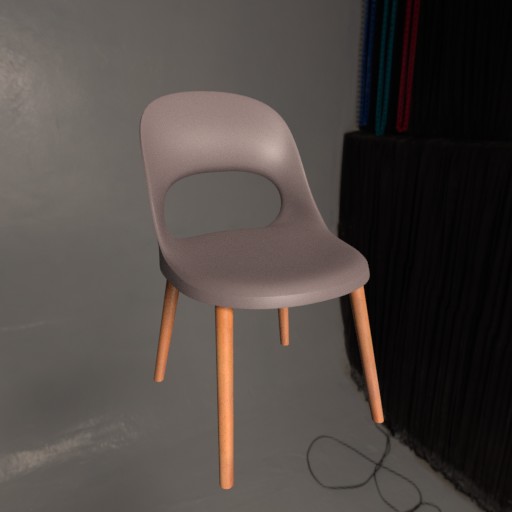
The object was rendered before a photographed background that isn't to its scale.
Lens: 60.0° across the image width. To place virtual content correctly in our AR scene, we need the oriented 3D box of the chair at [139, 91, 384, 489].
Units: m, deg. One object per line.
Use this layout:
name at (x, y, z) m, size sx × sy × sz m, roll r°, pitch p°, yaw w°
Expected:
chair at (0.000, 0.000, 1.106) m, size 0.470 × 0.794 × 0.556 m, roll -10°, pitch 20°, yaw -28°
